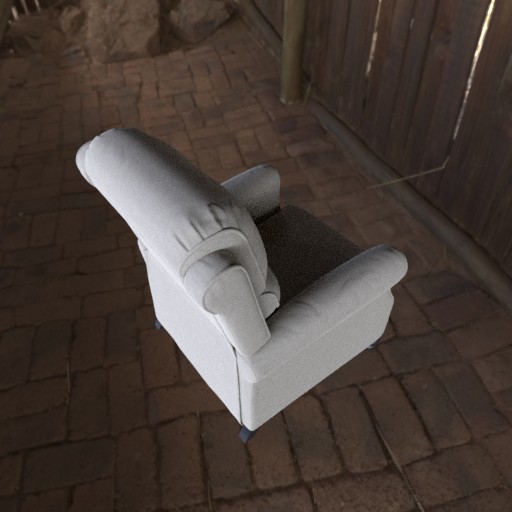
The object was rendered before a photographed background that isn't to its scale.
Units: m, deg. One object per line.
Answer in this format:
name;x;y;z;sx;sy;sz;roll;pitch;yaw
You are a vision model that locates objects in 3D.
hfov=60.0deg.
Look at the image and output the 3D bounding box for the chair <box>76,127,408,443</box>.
chair;0.000;0.000;1.706;0.919;1.046;0.859;-27;48;-27
